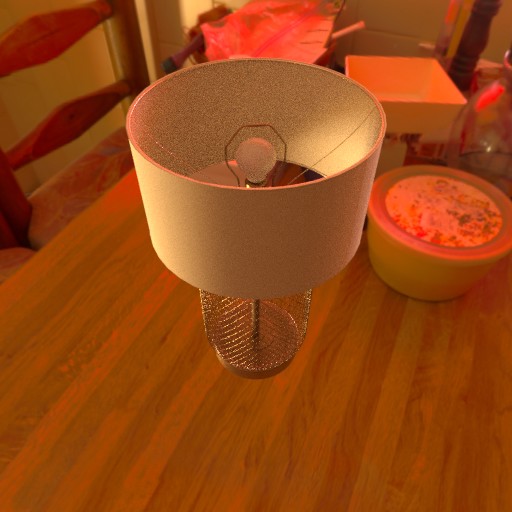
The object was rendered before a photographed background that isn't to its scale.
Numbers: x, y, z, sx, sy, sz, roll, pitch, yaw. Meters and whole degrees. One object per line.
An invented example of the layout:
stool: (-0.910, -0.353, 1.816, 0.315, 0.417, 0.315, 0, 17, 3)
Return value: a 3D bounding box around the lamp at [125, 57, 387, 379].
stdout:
lamp: (0.000, 0.000, 0.818, 0.353, 0.578, 0.353, 0, 46, 0)
